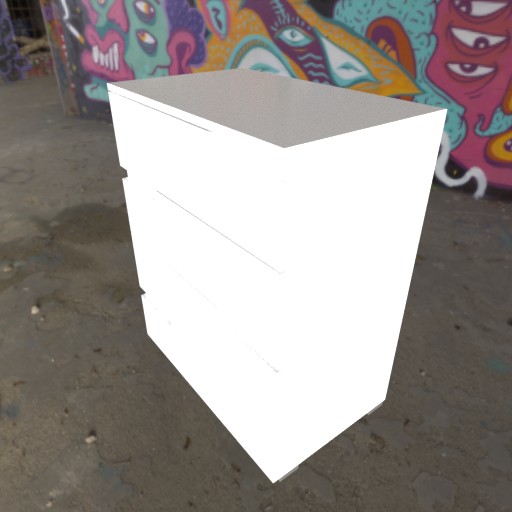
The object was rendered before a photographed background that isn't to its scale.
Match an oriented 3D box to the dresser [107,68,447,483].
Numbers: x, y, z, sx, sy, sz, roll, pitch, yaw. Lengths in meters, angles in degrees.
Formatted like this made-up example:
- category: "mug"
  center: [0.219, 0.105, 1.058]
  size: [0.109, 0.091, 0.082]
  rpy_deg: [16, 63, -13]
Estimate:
- category: "dresser"
  center: [0.000, 0.000, 1.146]
  size: [0.400, 0.800, 0.650]
  rpy_deg: [-21, 37, -32]
